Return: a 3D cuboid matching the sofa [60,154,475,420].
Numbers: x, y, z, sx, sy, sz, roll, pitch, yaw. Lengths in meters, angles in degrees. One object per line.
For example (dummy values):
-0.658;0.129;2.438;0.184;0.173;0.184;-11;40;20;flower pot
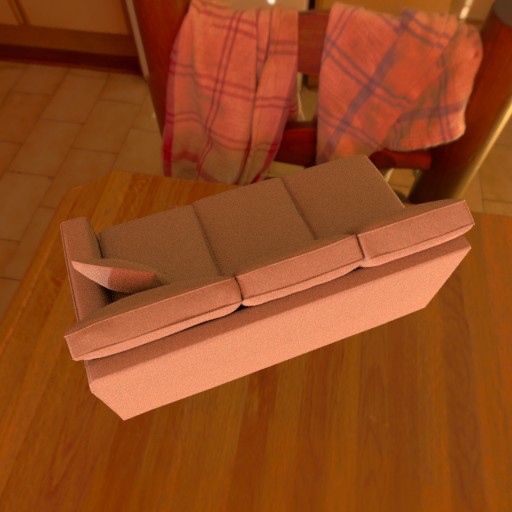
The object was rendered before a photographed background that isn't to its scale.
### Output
0.000;0.000;2.531;1.963;0.946;1.034;-18;60;-11;sofa
